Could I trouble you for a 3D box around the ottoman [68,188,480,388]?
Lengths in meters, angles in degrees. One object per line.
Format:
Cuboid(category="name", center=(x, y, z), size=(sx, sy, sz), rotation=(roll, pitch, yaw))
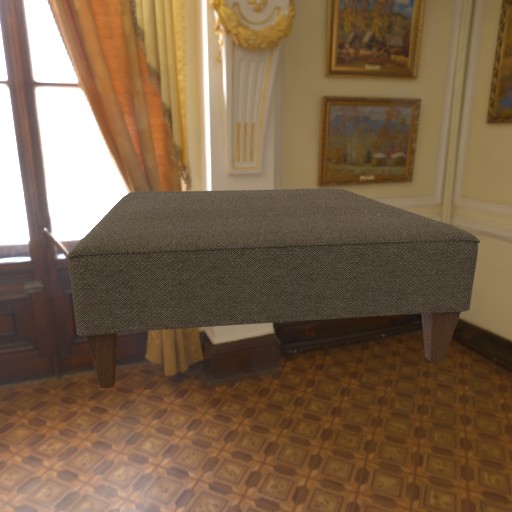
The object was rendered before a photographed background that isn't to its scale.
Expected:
Cuboid(category="ottoman", center=(0.000, 0.000, 1.503), size=(0.970, 0.378, 0.981), rotation=(-2, 15, -8))
